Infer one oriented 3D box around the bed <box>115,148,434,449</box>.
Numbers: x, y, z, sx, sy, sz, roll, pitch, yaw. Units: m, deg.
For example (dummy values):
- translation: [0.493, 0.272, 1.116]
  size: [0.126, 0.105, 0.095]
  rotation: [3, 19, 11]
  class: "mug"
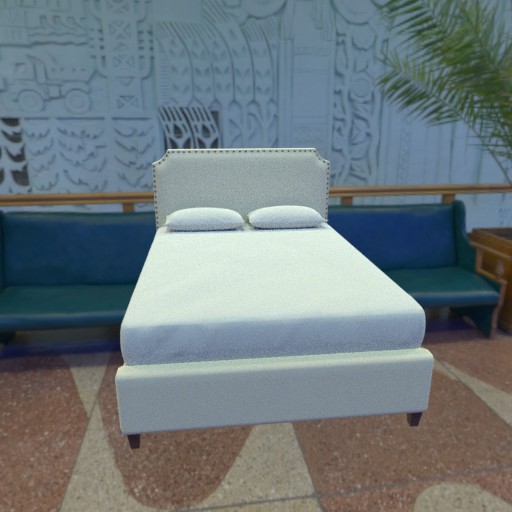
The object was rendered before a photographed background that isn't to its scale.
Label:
- translation: [0.000, 0.000, 3.339]
  size: [1.703, 1.415, 2.329]
  rotation: [-2, 18, -6]
  class: "bed"
